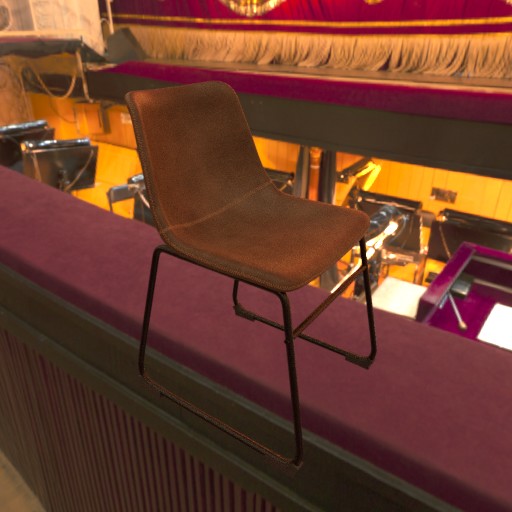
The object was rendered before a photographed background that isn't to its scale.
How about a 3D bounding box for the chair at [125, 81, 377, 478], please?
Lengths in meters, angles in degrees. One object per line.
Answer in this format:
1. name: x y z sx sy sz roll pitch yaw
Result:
1. chair: 0.000 0.000 1.122 0.551 0.780 0.460 18 32 31
